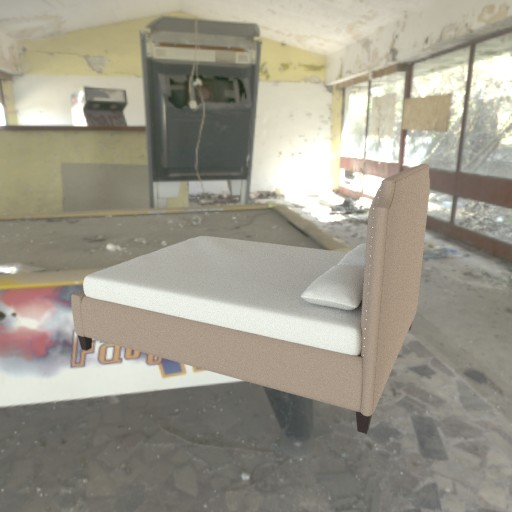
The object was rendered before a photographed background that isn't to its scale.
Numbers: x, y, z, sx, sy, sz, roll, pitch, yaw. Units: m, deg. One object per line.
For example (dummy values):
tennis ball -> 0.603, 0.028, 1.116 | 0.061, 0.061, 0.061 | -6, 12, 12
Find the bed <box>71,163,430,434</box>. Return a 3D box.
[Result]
bed -> 0.000, 0.000, 3.547 | 2.372, 1.443, 1.713 | 8, 17, 26
